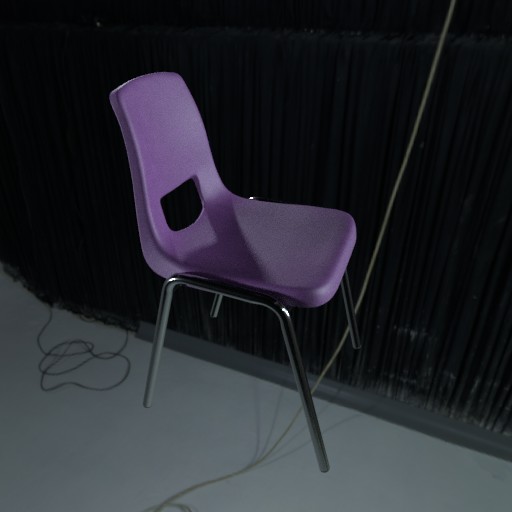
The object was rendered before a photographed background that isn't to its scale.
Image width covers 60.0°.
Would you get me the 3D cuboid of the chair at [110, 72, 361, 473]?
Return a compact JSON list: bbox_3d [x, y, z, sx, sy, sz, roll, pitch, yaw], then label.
[{"bbox_3d":[0.000,0.000,0.883,0.432,0.654,0.381,11,32,18],"label":"chair"}]
